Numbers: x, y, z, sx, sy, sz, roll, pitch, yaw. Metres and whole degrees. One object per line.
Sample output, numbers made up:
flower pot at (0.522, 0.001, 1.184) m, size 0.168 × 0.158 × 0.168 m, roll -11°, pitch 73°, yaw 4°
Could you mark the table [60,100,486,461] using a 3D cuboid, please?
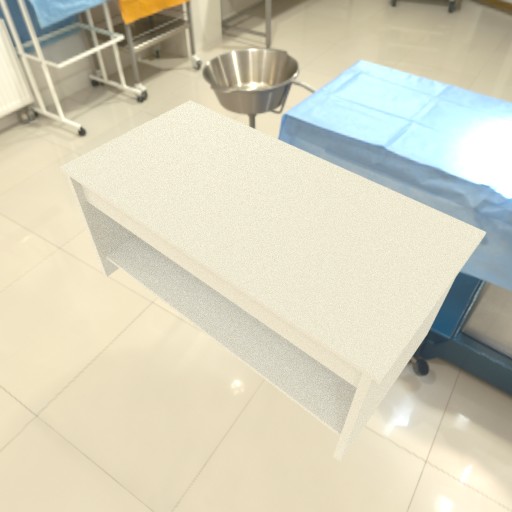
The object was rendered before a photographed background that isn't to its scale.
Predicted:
table at (0.000, 0.000, 1.294) m, size 1.000 × 0.441 × 0.500 m, roll 31°, pitch 54°, yaw 26°
